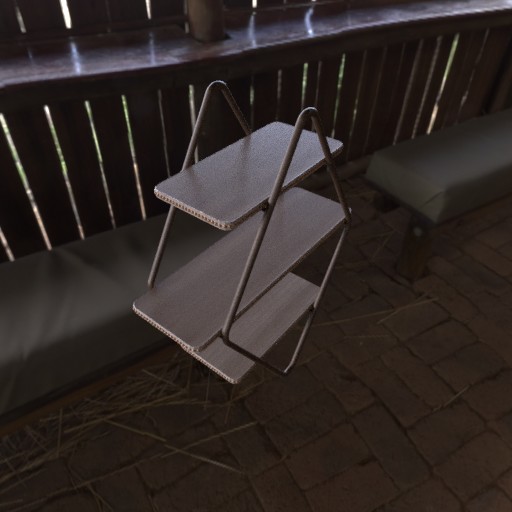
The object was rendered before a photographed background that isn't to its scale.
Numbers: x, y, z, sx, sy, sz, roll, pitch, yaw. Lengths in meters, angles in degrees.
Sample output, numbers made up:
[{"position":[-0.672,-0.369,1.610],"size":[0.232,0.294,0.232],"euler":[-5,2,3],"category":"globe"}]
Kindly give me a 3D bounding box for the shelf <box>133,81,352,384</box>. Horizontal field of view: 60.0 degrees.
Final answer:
[{"position":[0.000,0.000,1.066],"size":[0.234,0.774,0.609],"euler":[27,47,28],"category":"shelf"}]
